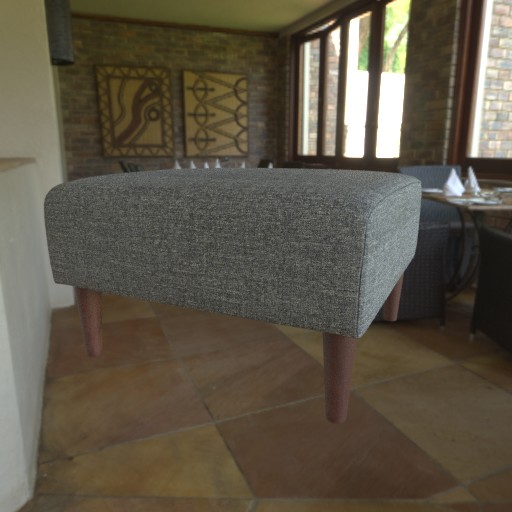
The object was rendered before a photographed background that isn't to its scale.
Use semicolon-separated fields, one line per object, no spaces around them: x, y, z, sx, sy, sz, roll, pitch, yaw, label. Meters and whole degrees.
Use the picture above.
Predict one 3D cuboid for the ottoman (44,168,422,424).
0.000;0.000;1.042;0.655;0.399;0.648;7;15;26;ottoman
